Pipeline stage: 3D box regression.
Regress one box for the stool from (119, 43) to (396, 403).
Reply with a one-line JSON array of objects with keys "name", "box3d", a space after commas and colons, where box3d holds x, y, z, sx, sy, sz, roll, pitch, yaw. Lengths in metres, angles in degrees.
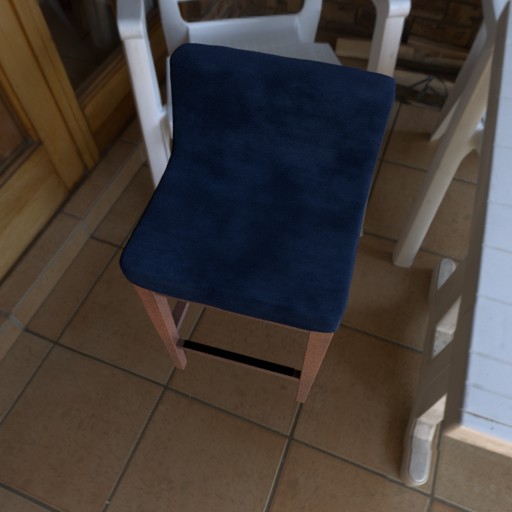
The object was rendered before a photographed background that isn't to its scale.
[{"name": "stool", "box3d": [0.000, 0.000, 1.253, 0.511, 0.945, 0.516, 13, 58, 8]}]
